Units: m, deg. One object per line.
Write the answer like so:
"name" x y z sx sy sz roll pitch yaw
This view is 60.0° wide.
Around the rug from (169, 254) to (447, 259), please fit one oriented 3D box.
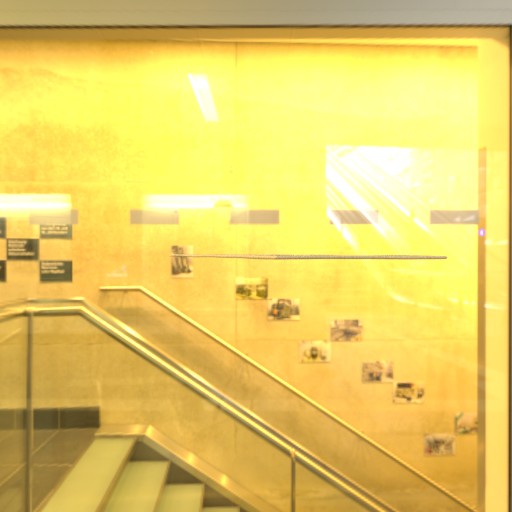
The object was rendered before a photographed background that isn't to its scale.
"rug" 0.000 0.000 2.443 0.645 0.015 2.182 0 0 -19
